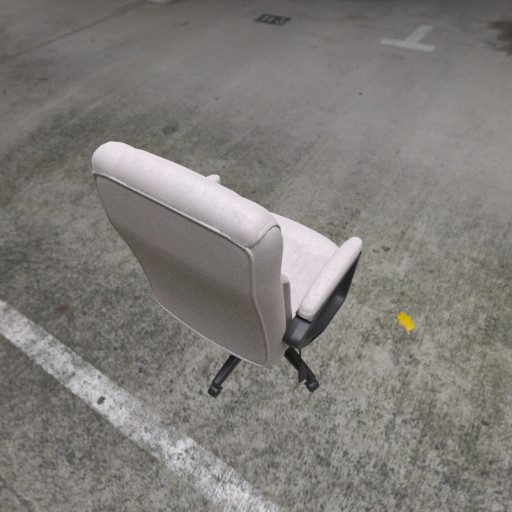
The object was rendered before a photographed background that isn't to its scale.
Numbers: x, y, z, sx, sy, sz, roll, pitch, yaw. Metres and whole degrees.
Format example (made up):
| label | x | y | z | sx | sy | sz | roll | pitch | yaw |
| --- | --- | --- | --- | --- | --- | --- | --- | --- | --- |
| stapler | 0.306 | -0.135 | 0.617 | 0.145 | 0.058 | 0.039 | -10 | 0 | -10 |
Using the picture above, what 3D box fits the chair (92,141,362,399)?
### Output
| label | x | y | z | sx | sy | sz | roll | pitch | yaw |
| --- | --- | --- | --- | --- | --- | --- | --- | --- | --- |
| chair | 0.000 | 0.000 | 1.517 | 0.667 | 1.105 | 0.724 | 27 | 53 | 22 |
